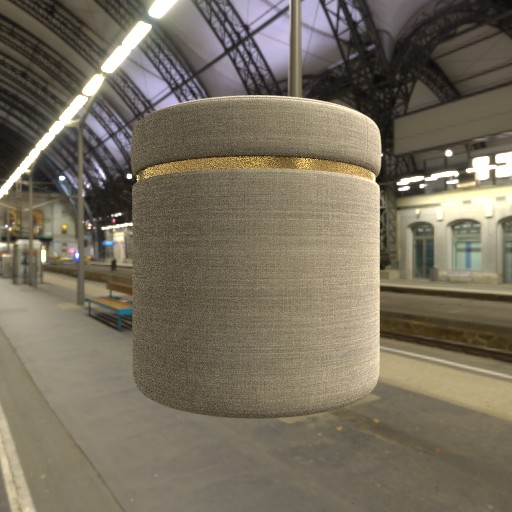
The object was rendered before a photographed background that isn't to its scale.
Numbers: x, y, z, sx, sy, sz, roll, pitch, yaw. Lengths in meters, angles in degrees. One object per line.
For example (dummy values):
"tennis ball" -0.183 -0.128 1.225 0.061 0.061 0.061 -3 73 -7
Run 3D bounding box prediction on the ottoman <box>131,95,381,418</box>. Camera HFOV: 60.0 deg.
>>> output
"ottoman" 0.000 0.000 0.737 0.400 0.406 0.400 0 0 0
